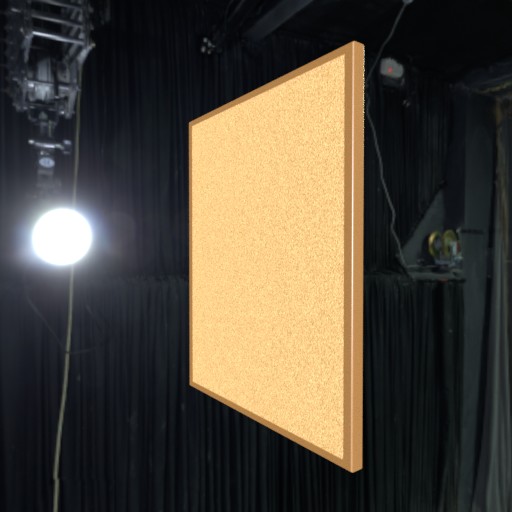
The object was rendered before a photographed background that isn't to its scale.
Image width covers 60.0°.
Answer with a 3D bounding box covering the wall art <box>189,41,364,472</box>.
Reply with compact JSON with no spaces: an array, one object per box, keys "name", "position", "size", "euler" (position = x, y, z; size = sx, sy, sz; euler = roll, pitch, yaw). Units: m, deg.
[{"name":"wall art","position":[0.000,0.000,0.517],"size":[0.015,0.379,0.310],"euler":[-1,1,-36]}]
